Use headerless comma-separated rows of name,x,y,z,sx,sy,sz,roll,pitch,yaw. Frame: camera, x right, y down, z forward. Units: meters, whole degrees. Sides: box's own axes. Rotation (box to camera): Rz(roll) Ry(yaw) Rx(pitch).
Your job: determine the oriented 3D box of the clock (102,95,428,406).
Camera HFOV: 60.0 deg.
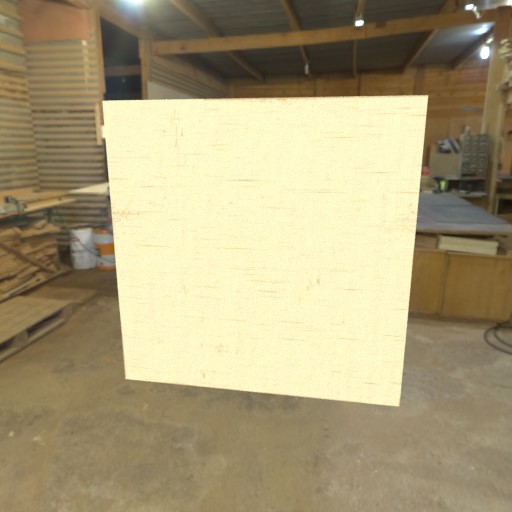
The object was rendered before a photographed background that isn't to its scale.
clock,0.000,0.000,1.050,0.705,0.705,0.032,3,15,10
